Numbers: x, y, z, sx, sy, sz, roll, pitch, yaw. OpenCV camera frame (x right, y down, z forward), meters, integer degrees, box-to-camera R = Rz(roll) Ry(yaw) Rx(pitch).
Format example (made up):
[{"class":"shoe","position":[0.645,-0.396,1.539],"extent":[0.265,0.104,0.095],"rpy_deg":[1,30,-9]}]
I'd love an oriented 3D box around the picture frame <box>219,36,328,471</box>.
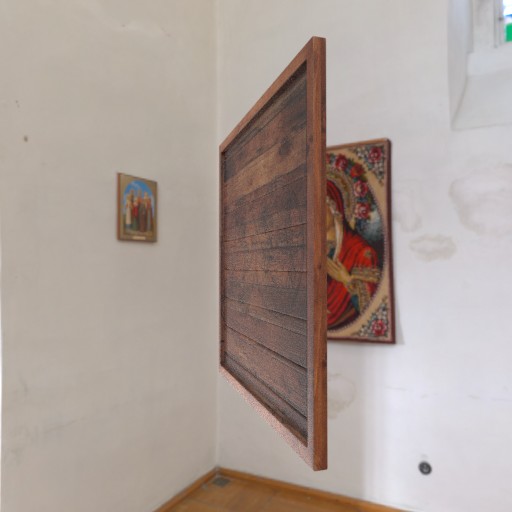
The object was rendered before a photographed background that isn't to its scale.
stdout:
[{"class":"picture frame","position":[0.000,0.000,1.219],"extent":[0.029,0.817,0.810],"rpy_deg":[0,-1,-17]}]
